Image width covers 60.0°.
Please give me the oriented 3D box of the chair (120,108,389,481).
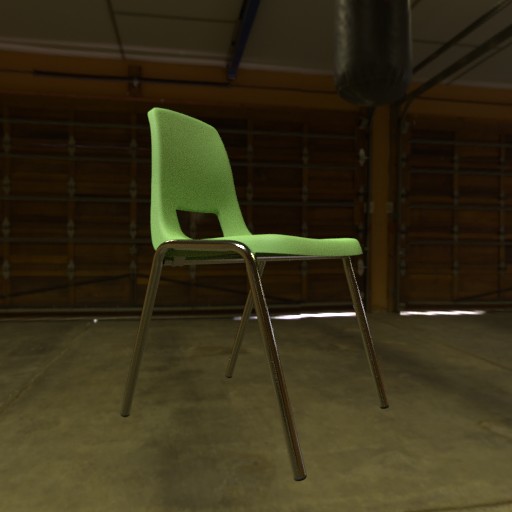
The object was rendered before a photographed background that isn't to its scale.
[{"bbox_3d":[0.000,0.000,0.915,0.436,0.653,0.381,1,1,35],"label":"chair"}]
